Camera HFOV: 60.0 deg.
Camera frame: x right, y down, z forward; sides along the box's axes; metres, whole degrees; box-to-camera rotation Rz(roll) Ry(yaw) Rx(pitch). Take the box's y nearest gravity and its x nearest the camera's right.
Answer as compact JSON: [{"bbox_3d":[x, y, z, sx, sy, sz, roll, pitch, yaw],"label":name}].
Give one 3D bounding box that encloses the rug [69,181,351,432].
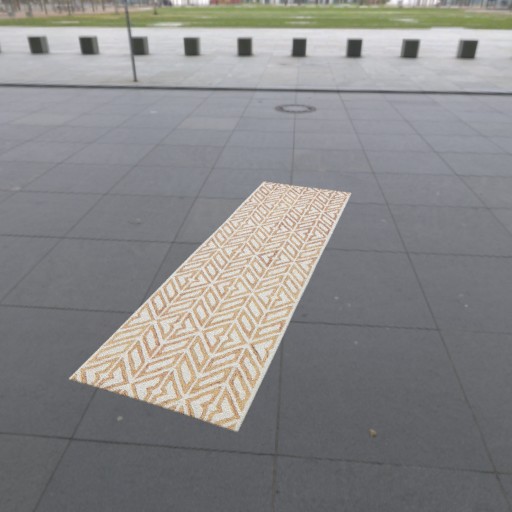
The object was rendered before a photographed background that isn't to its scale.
[{"bbox_3d":[0.000,0.000,2.697,0.750,0.009,2.435,10,32,17],"label":"rug"}]
